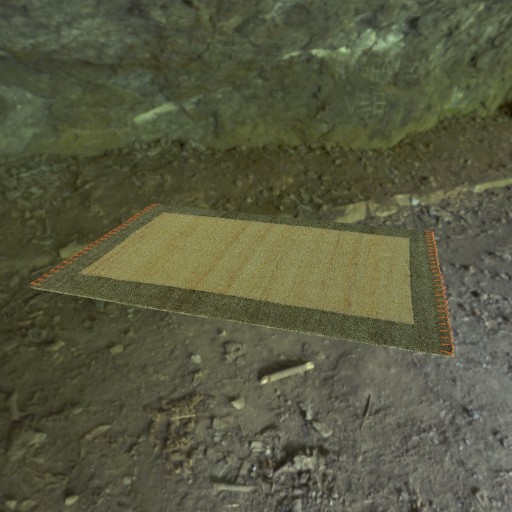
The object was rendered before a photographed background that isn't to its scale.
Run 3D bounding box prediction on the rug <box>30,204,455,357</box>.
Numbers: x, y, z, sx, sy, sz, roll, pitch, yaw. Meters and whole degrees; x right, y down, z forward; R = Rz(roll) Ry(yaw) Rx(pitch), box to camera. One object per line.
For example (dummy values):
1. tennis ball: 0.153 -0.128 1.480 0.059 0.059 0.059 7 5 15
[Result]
1. rug: 0.000 0.000 2.315 1.838 0.019 1.220 7 26 15
